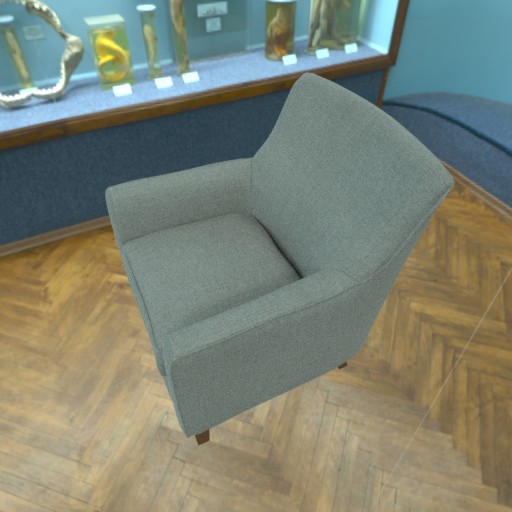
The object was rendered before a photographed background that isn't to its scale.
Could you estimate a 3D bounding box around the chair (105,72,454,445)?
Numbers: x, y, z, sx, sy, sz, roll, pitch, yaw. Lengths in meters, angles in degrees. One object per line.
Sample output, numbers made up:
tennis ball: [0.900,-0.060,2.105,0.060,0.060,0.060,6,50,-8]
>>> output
chair: [0.000,0.000,1.770,0.993,1.047,0.887,-18,47,-18]
